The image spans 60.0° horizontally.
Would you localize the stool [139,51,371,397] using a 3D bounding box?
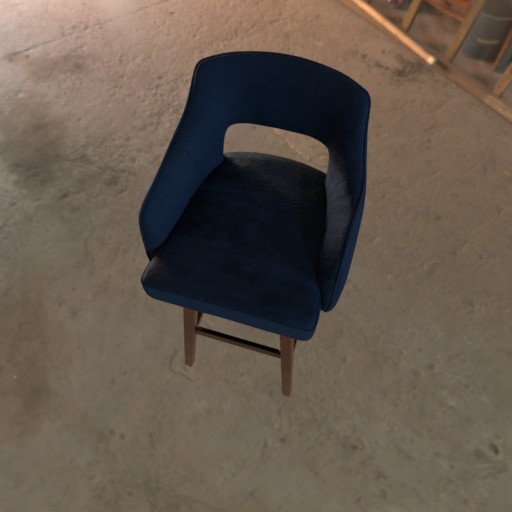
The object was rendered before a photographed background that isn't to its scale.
[{"bbox_3d":[0.000,0.000,1.386,0.550,1.041,0.560,15,60,9],"label":"stool"}]
